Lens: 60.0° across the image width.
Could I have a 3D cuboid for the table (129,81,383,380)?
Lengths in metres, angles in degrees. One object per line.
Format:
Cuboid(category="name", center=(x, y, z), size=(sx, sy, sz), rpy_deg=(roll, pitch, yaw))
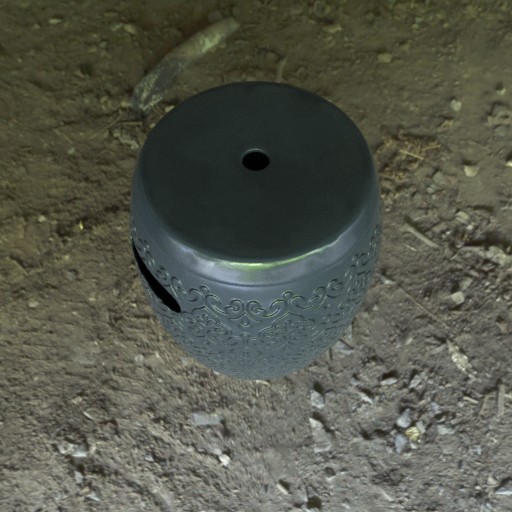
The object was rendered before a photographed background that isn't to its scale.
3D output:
Cuboid(category="table", center=(0.000, 0.000, 0.608), size=(0.309, 0.397, 0.309), rpy_deg=(0, 61, 0))
